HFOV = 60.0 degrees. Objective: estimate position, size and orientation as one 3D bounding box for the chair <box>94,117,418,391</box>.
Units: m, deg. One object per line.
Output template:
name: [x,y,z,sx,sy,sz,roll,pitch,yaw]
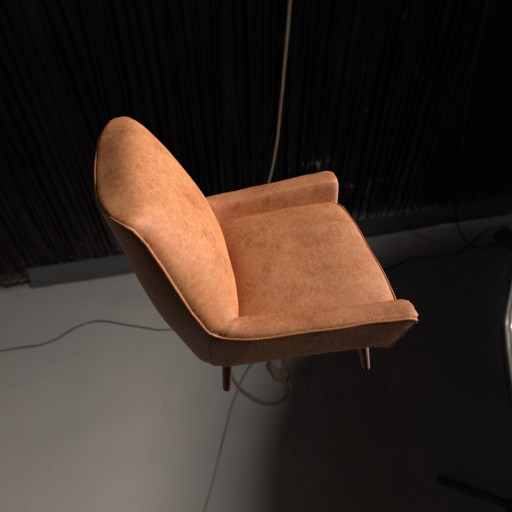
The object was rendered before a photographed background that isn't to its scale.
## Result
chair: [0.000,0.000,1.499,0.851,0.883,0.753,-10,47,-9]
